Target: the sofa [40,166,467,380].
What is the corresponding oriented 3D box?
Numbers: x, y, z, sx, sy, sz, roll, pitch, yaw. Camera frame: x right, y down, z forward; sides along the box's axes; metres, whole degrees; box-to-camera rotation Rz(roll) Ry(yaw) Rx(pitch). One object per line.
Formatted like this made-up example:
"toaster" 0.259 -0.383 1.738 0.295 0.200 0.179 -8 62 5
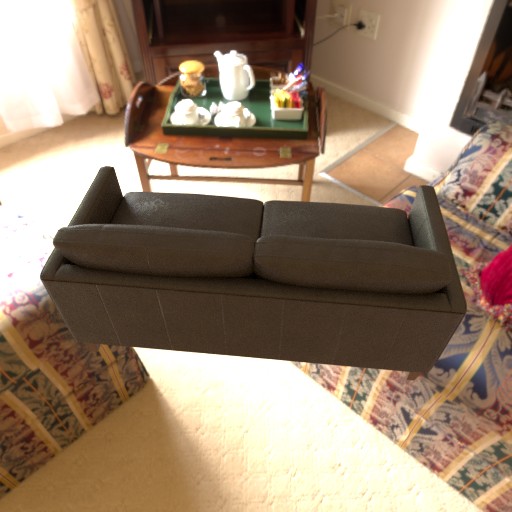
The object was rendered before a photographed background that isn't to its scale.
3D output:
"sofa" 0.000 0.000 2.481 1.971 0.863 0.933 4 47 4
